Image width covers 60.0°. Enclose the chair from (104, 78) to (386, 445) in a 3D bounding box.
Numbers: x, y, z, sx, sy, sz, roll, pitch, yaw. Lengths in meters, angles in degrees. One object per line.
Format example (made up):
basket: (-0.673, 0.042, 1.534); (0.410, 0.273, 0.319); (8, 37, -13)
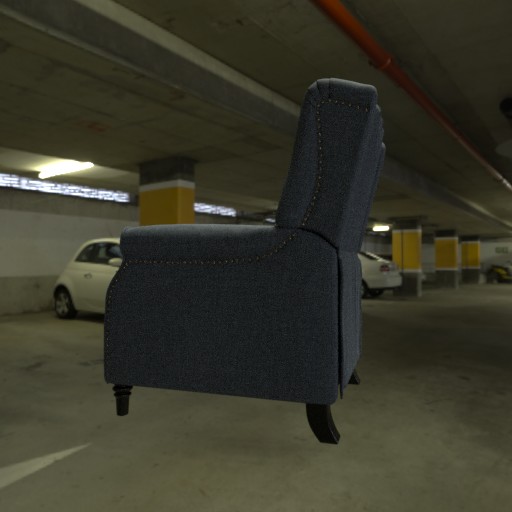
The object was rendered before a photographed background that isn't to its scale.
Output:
chair: (0.000, 0.000, 1.616); (0.898, 1.035, 0.742); (0, -1, 18)
